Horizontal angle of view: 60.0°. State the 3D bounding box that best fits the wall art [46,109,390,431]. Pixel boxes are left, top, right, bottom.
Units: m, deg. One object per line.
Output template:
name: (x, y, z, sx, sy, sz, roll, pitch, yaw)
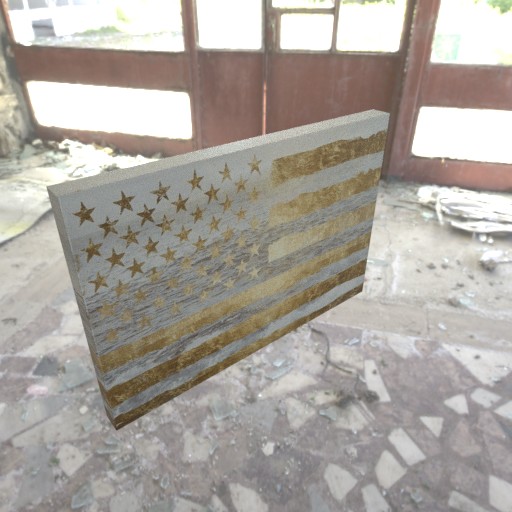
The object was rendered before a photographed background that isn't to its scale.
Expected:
wall art: (0.000, 0.000, 0.779, 0.606, 0.407, 0.041, -23, 38, -32)
